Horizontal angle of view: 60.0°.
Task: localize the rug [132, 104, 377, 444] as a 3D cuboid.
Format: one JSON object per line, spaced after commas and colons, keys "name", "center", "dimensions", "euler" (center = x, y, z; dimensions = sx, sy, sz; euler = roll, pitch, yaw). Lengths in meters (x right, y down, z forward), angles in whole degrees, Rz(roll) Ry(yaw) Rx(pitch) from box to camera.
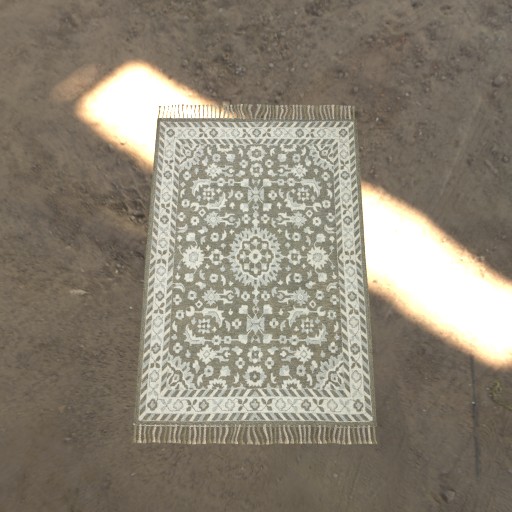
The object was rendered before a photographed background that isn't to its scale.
{"name": "rug", "center": [0.000, 0.000, 3.080], "dimensions": [1.530, 0.025, 2.431], "euler": [0, 74, 0]}
